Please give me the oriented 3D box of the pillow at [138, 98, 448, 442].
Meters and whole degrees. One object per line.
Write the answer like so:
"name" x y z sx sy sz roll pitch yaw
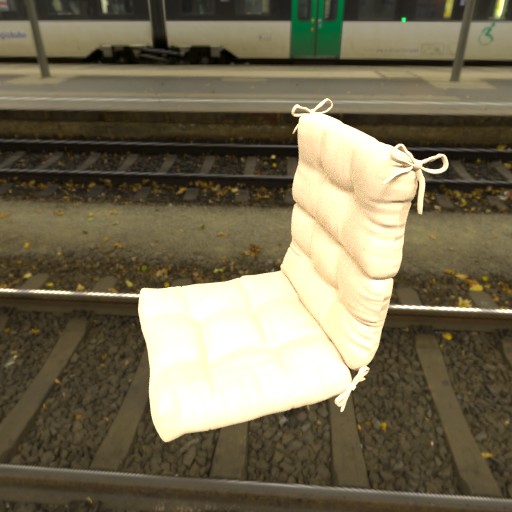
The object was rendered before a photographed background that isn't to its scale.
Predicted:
"pillow" 0.000 0.000 1.039 0.571 0.605 0.519 -9 31 -15
